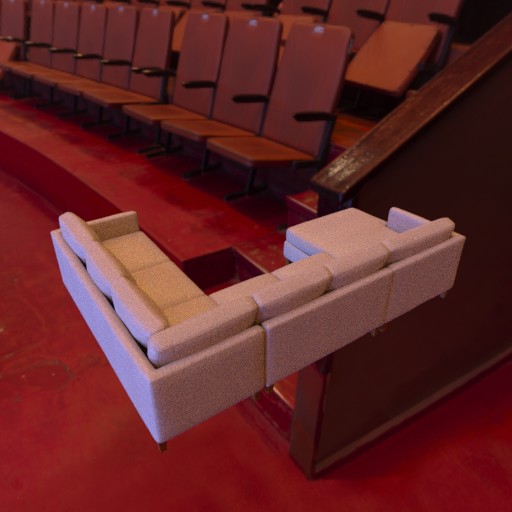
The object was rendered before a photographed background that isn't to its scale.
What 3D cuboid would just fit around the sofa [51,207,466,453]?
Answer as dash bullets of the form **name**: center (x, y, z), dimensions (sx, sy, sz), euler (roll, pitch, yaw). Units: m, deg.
- **sofa**: center (0.000, 0.000, 4.661), dimensions (3.460, 0.961, 2.594), euler (-19, 36, -29)
